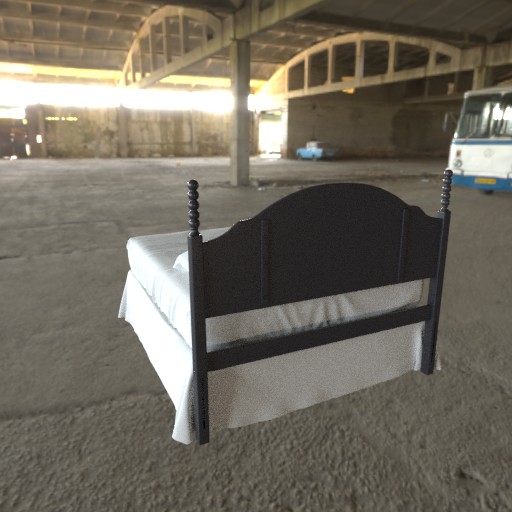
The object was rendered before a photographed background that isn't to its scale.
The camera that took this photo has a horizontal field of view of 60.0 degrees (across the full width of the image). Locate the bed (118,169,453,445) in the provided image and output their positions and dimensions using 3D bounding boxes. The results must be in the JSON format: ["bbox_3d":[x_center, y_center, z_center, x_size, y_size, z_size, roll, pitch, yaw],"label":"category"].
[{"bbox_3d":[0.000,0.000,3.339,1.873,1.356,2.040,-7,16,-25],"label":"bed"}]
